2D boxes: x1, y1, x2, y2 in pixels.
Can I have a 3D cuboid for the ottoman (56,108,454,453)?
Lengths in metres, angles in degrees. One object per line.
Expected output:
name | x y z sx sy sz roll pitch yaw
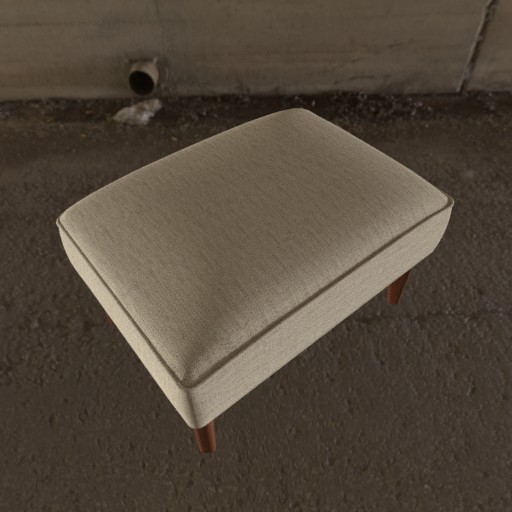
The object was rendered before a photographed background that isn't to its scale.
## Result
ottoman | 0.000 0.000 1.165 0.794 0.465 0.594 -31 55 -25
